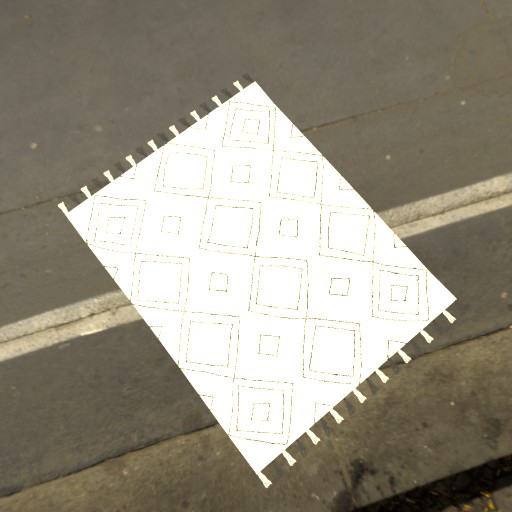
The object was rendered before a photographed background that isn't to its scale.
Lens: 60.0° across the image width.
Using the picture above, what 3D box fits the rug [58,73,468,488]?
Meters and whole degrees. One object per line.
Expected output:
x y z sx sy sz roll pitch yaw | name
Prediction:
0.000 0.000 4.145 2.342 0.026 3.221 -38 79 -9 | rug
